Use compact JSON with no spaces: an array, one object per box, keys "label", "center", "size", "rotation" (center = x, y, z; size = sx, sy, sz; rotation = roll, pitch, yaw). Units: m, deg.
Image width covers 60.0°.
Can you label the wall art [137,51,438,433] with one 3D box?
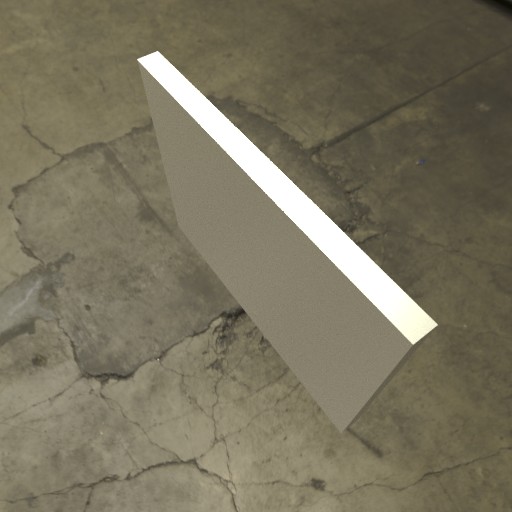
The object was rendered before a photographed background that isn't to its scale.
[{"label":"wall art","center":[0.000,0.000,1.380],"size":[0.066,0.801,1.056],"rotation":[-32,63,-18]}]
